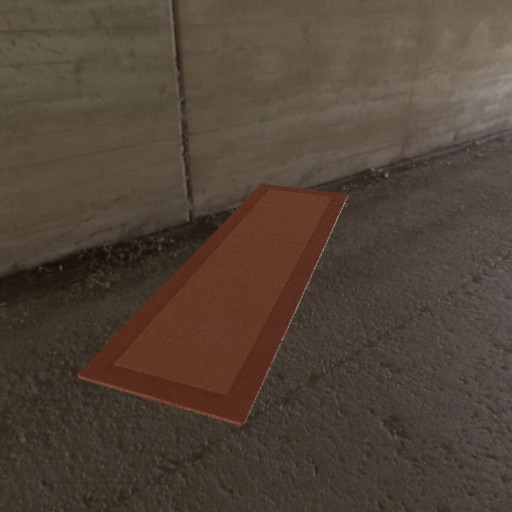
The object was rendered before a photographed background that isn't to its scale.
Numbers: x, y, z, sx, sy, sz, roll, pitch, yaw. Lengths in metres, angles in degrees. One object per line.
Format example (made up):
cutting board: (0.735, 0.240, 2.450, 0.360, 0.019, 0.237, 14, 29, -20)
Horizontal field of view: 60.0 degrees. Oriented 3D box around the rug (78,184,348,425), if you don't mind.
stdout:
rug: (0.000, 0.000, 2.752, 0.914, 0.013, 2.471, 8, 31, 14)
